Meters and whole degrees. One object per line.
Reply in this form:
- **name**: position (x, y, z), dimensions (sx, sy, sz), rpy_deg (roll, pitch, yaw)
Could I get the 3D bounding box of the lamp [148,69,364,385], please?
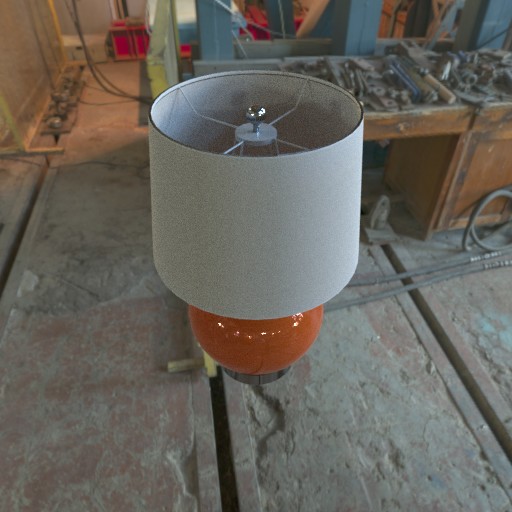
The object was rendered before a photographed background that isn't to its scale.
- **lamp**: position (0.000, 0.000, 0.555), dimensions (0.247, 0.387, 0.247), rpy_deg (0, 41, 0)
